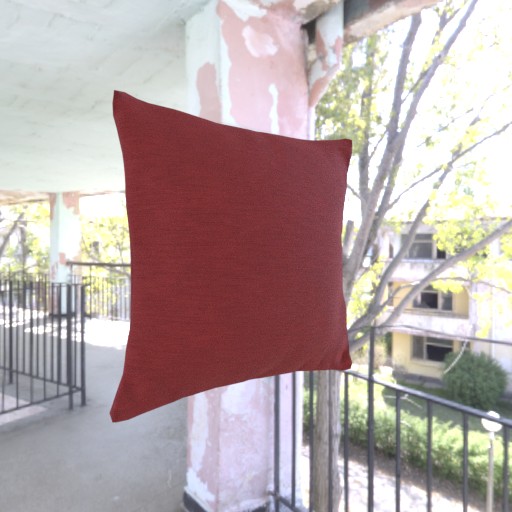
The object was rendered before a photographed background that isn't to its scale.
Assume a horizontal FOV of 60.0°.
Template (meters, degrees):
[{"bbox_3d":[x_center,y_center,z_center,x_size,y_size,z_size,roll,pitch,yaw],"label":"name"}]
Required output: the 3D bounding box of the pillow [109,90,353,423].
[{"bbox_3d":[0.000,0.000,0.671,0.435,0.416,0.151,0,1,-36],"label":"pillow"}]
